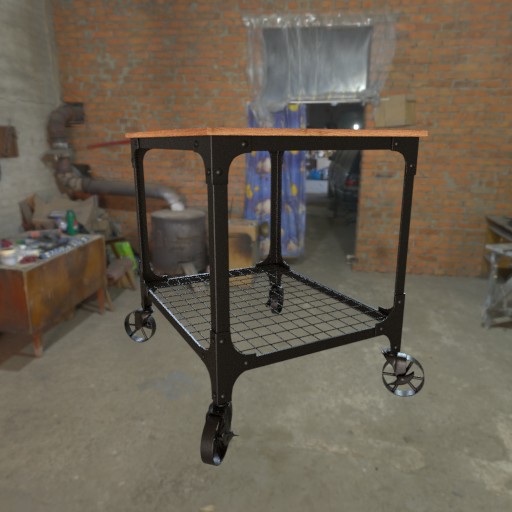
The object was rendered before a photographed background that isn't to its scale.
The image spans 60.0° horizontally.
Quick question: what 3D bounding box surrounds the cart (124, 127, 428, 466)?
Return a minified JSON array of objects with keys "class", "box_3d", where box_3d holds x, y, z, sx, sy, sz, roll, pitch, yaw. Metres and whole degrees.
[{"class":"cart","box_3d":[0.000,0.000,1.120,0.558,0.603,0.666,-8,16,-27]}]
